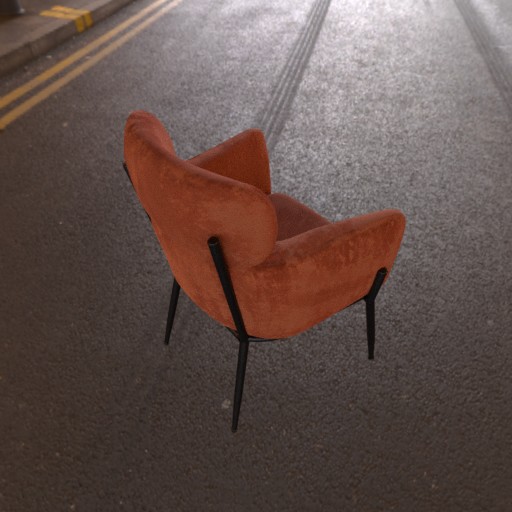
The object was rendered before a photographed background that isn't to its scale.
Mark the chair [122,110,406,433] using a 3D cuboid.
[{"bbox_3d":[0.000,0.000,1.153,0.523,0.772,0.561,-28,49,-27],"label":"chair"}]
